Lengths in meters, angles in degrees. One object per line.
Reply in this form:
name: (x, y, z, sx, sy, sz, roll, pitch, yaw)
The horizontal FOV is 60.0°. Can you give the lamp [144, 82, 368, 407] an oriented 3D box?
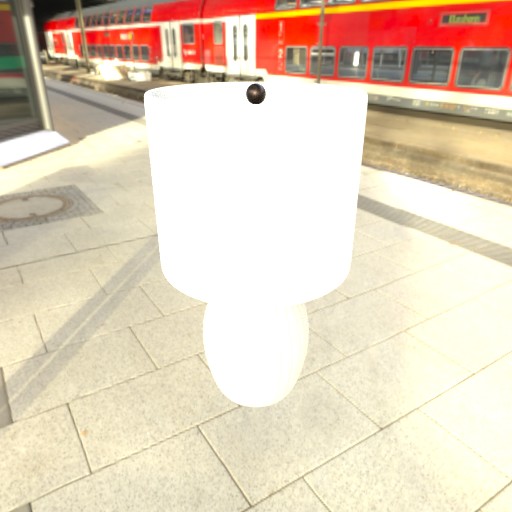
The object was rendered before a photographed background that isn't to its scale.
lamp: (0.000, 0.000, 0.782, 0.328, 0.570, 0.328, 0, 26, 0)
